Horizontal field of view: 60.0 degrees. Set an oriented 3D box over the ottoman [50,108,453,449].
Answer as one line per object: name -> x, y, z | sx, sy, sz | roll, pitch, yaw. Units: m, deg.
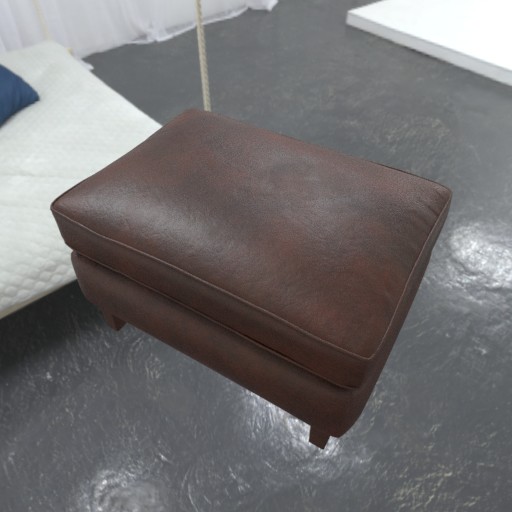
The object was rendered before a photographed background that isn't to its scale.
ottoman -> 0.000, 0.000, 0.969 | 0.665, 0.432, 0.501 | 23, 50, 21
